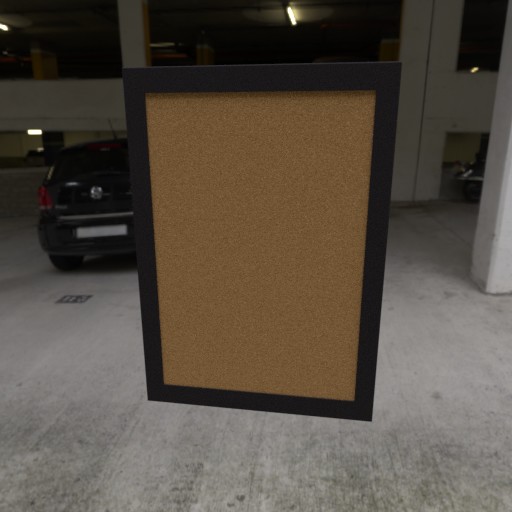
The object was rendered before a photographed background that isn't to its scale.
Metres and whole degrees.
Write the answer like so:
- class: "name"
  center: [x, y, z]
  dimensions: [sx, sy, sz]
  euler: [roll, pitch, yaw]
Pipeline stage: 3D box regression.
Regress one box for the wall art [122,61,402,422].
- class: "wall art"
  center: [0.000, 0.000, 0.663]
  dimensions: [0.374, 0.529, 0.012]
  euler: [2, 16, 8]
